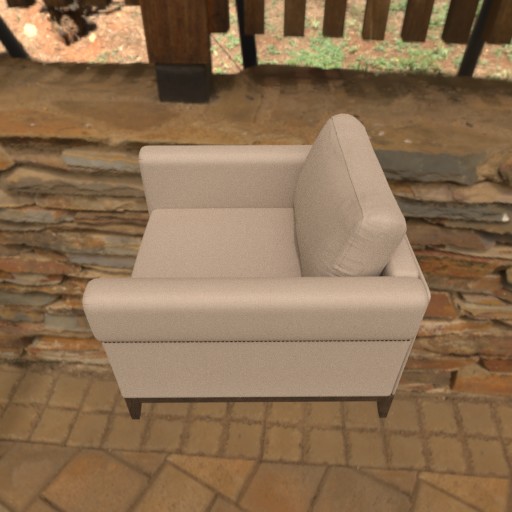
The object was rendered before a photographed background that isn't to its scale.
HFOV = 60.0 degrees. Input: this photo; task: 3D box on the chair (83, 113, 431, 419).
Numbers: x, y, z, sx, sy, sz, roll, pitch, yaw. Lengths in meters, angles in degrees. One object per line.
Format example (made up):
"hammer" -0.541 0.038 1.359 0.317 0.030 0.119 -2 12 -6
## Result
"chair" 0.000 0.000 1.688 0.959 0.838 0.914 0 41 0
